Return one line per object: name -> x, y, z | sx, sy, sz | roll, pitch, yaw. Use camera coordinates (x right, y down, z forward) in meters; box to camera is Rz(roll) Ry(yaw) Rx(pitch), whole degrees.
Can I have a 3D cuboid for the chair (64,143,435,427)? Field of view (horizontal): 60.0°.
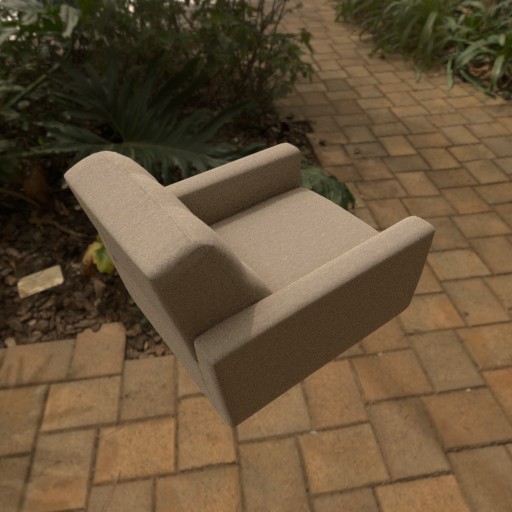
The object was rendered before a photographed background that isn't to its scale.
chair -> 0.000, 0.000, 1.813 | 1.128, 0.965, 0.897 | -26, 47, -27
